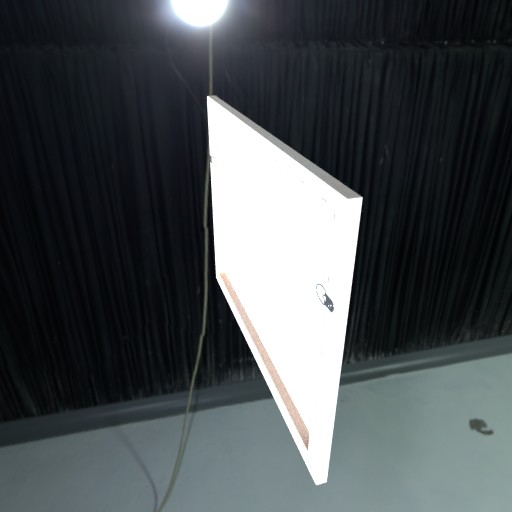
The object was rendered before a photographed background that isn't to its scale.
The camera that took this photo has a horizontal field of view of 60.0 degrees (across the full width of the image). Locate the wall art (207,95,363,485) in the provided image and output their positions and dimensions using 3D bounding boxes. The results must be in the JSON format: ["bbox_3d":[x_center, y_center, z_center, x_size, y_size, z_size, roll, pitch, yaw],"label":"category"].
[{"bbox_3d":[0.000,0.000,1.603,0.042,0.912,1.219,-9,31,-16],"label":"wall art"}]
